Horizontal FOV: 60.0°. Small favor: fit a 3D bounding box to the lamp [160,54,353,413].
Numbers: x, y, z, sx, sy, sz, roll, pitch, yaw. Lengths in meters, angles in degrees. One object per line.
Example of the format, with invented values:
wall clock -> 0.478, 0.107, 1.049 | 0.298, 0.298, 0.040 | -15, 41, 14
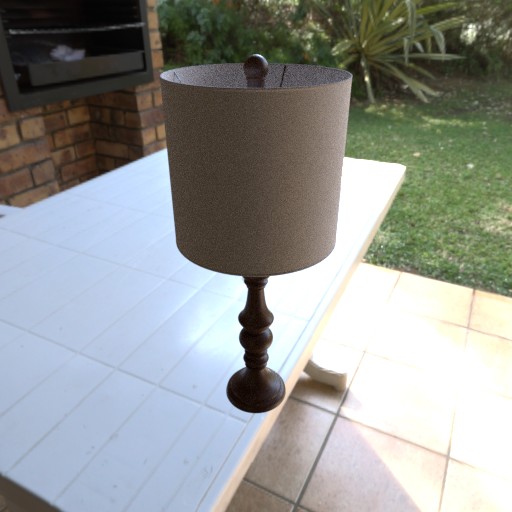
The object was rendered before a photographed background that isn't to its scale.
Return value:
lamp -> 0.000, 0.000, 0.719 | 0.250, 0.597, 0.250 | 11, 31, 18
